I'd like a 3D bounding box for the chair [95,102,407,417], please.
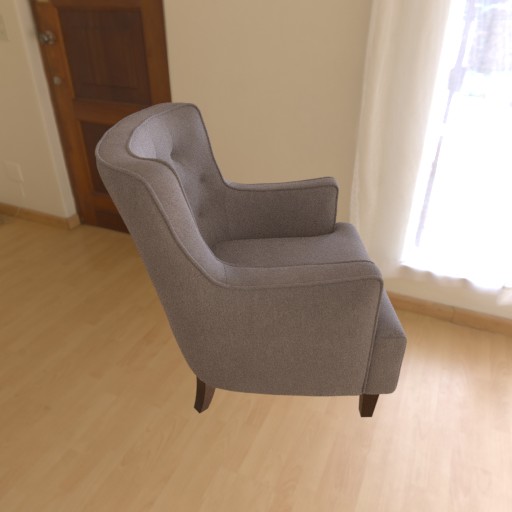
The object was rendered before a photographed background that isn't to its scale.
[{"bbox_3d":[0.000,0.000,1.571,0.910,0.919,0.781,-1,31,-1],"label":"chair"}]
